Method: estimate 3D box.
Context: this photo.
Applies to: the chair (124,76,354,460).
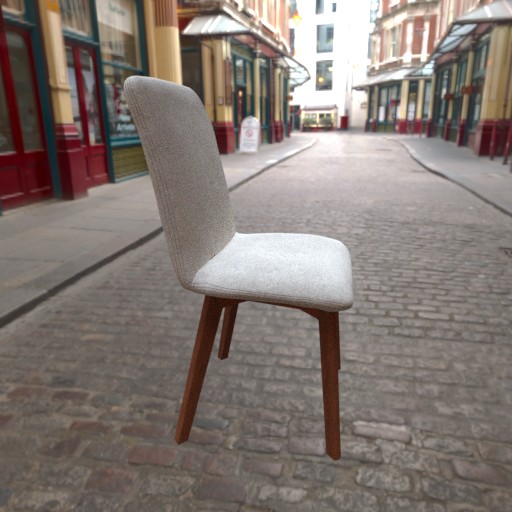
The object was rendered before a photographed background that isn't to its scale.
[{"bbox_3d":[0.000,0.000,1.318,0.563,0.974,0.522,3,17,10],"label":"chair"}]
